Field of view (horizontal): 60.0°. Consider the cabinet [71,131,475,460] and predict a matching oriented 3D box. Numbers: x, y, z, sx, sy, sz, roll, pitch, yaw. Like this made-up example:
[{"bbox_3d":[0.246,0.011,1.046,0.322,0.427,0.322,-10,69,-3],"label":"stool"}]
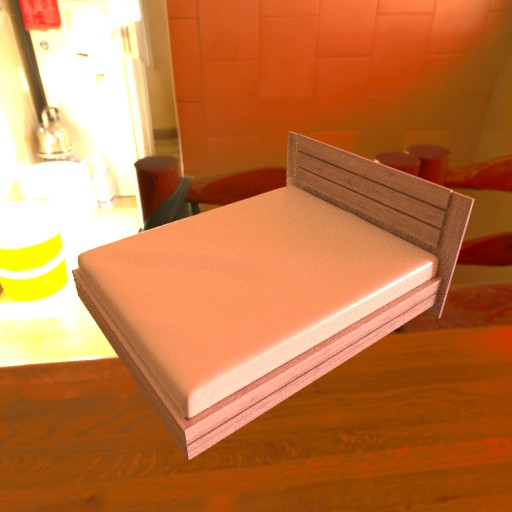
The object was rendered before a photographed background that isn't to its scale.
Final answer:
[{"bbox_3d":[0.000,0.000,3.065,2.080,0.970,1.750,-22,39,-30],"label":"cabinet"}]
